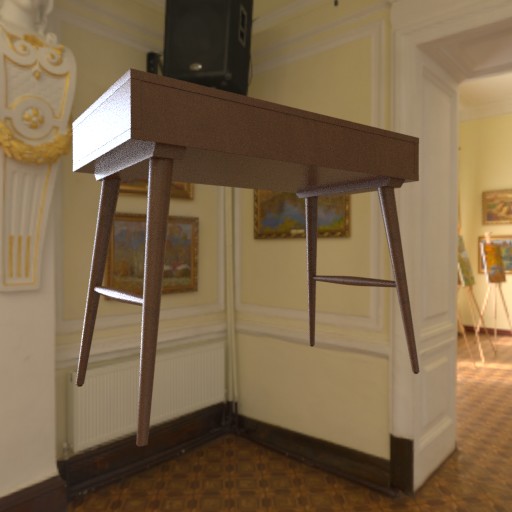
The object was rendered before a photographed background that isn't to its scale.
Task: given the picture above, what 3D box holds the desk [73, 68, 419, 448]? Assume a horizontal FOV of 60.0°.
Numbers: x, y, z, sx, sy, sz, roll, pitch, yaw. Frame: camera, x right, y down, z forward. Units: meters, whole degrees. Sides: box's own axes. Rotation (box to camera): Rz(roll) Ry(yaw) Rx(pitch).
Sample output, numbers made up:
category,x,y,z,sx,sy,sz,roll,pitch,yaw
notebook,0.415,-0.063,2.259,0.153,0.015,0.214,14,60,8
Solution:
category,x,y,z,sx,sy,sz,roll,pitch,yaw
desk,0.000,0.000,1.352,0.949,0.758,0.510,-1,1,-35
